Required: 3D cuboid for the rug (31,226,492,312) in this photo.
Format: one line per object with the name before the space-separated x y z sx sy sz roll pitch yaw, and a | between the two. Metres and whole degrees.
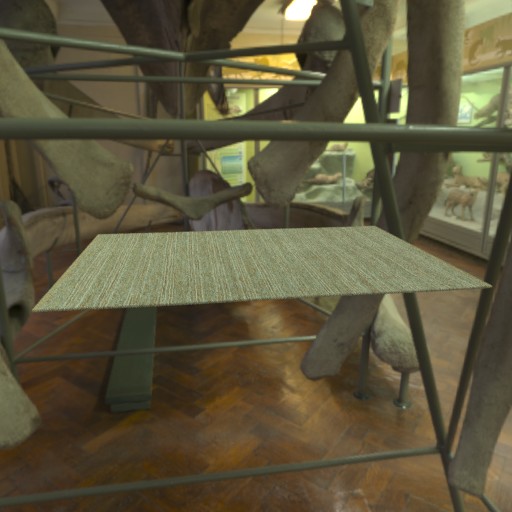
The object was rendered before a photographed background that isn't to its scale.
rug | 0.000 0.000 2.314 1.824 0.010 1.240 -2 16 -8
